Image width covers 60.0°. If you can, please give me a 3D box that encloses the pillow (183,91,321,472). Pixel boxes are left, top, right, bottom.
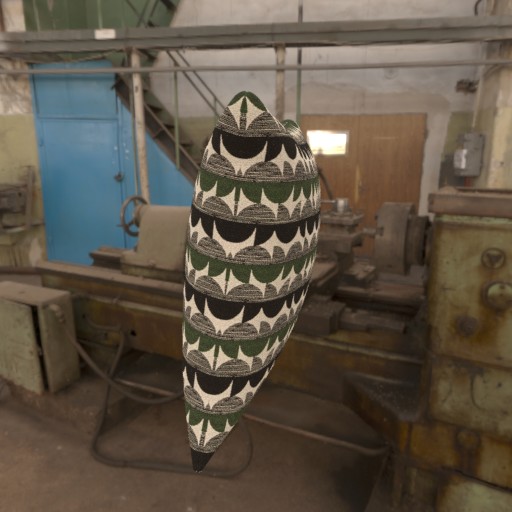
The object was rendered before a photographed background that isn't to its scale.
[{"bbox_3d":[0.000,0.000,0.643,0.180,0.404,0.419,2,14,10],"label":"pillow"}]
